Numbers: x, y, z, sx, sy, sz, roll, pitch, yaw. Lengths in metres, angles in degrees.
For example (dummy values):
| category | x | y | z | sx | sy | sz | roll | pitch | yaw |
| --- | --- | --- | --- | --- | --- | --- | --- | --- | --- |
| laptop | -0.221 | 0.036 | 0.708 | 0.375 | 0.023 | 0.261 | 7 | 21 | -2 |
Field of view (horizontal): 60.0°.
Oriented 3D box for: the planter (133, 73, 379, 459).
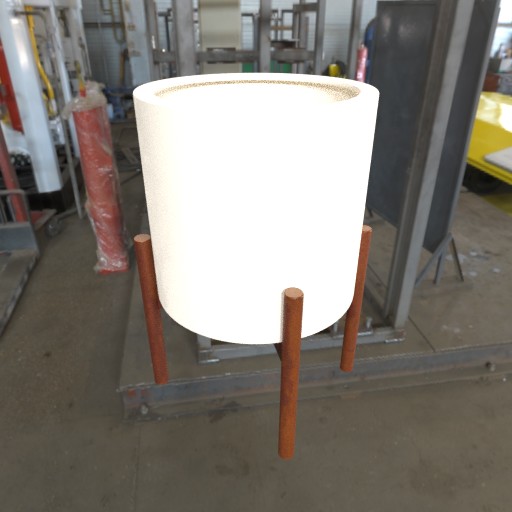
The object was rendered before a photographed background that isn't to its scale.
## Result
| category | x | y | z | sx | sy | sz | roll | pitch | yaw |
| --- | --- | --- | --- | --- | --- | --- | --- | --- | --- |
| planter | 0.000 | 0.000 | 0.933 | 0.417 | 0.670 | 0.417 | 19 | 34 | 30 |
